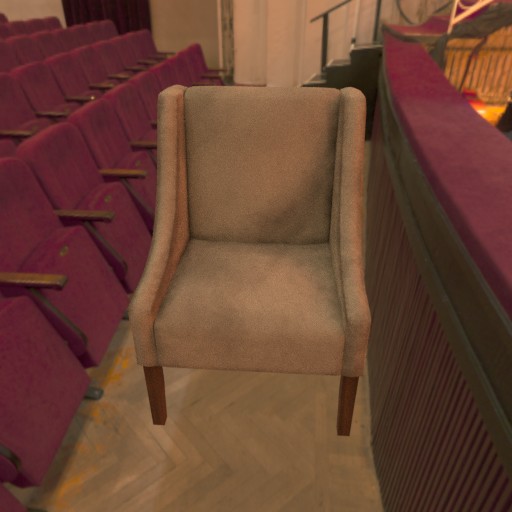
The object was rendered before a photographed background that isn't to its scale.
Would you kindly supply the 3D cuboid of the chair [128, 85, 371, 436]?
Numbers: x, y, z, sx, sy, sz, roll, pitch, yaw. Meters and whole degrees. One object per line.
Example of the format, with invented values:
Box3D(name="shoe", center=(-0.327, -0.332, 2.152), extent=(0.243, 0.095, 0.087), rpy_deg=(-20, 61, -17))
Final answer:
Box3D(name="chair", center=(0.000, 0.000, 1.361), extent=(0.629, 0.895, 0.629), rpy_deg=(2, 31, 3))
